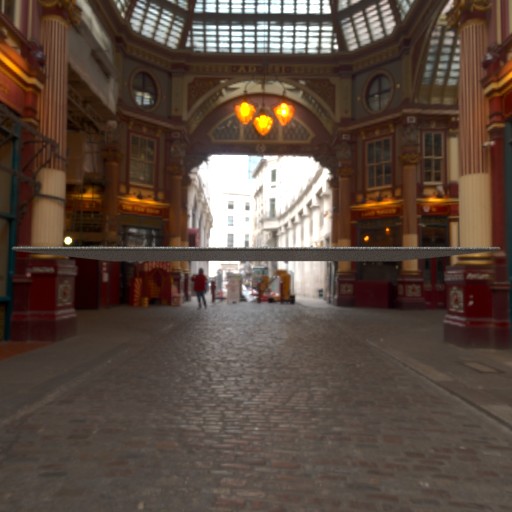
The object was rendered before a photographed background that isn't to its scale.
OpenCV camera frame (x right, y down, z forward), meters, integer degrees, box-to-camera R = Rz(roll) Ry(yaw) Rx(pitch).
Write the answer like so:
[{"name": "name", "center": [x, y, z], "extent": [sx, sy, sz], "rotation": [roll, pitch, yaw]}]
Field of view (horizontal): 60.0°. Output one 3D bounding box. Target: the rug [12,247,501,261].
[{"name": "rug", "center": [0.000, 0.000, 2.146], "extent": [1.748, 0.014, 1.144], "rotation": [0, -3, 0]}]
